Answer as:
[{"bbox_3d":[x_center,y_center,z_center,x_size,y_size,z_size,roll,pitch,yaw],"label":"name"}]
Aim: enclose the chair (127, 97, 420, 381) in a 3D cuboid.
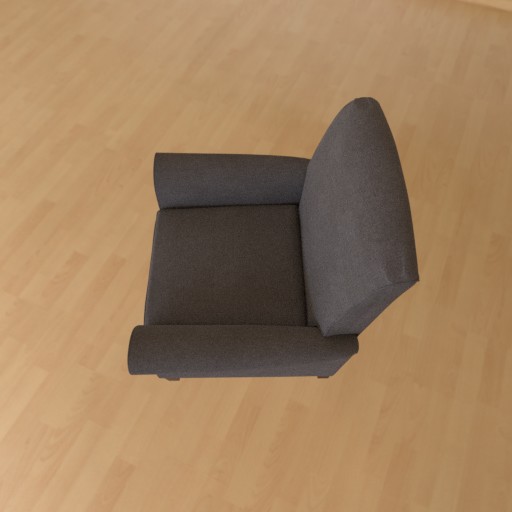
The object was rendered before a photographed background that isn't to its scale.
[{"bbox_3d":[0.000,0.000,1.788,0.905,1.061,0.978,-1,59,0],"label":"chair"}]
